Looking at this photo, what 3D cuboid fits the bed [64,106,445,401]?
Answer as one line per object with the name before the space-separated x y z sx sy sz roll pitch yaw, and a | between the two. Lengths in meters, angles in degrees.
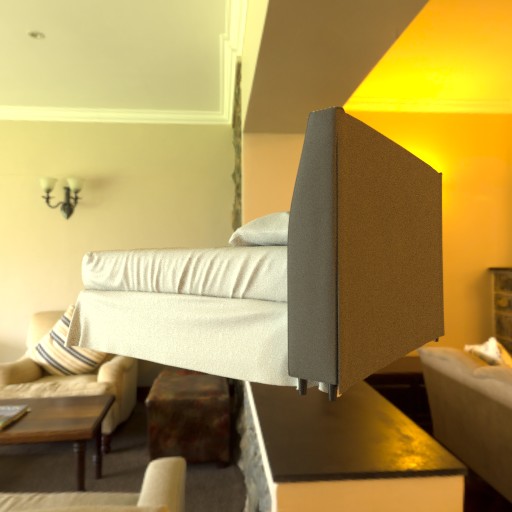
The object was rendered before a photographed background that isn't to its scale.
bed | 0.000 0.000 3.359 2.276 1.332 1.925 0 -1 36
